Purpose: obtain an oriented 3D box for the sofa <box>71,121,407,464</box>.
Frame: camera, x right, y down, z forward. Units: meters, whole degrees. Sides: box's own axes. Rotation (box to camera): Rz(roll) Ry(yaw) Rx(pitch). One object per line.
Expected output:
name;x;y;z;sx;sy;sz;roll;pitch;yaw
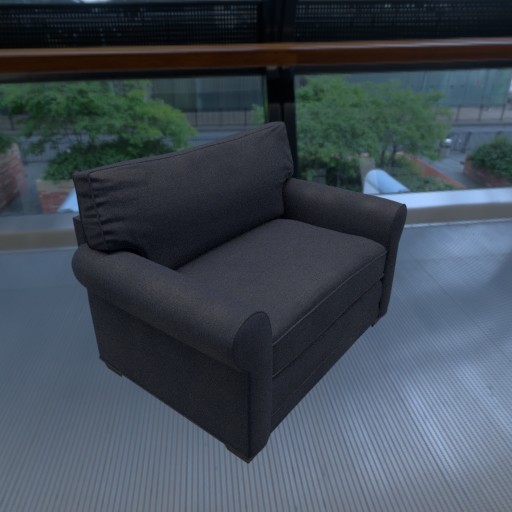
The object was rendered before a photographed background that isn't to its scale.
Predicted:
sofa;0.000;0.000;2.092;0.938;1.004;1.405;19;33;33
